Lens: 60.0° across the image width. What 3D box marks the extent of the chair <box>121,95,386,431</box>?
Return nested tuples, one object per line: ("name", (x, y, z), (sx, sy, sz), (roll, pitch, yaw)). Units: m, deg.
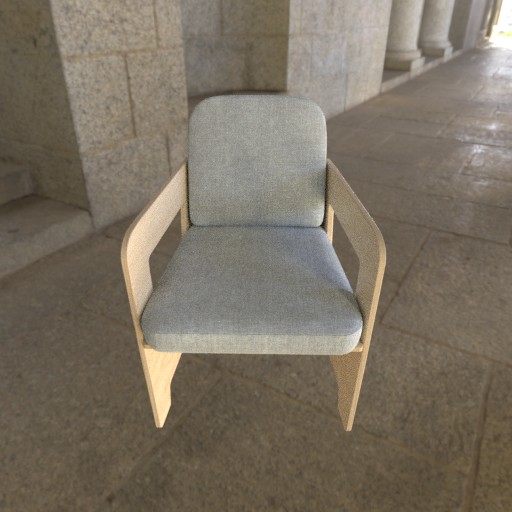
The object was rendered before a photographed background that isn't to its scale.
("chair", (0.000, 0.000, 1.303), (0.590, 0.800, 0.710), (1, 30, 1))
